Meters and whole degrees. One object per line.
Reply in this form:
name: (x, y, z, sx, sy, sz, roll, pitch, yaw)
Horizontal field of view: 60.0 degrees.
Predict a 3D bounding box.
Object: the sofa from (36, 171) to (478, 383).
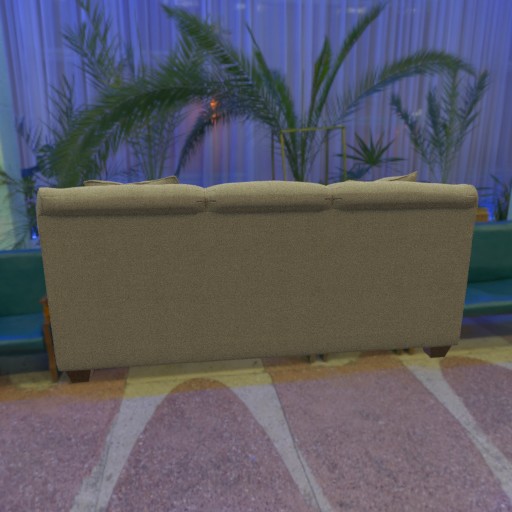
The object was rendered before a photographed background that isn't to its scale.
sofa: (0.000, 0.000, 2.537, 2.024, 0.958, 0.997, -2, 15, -7)
